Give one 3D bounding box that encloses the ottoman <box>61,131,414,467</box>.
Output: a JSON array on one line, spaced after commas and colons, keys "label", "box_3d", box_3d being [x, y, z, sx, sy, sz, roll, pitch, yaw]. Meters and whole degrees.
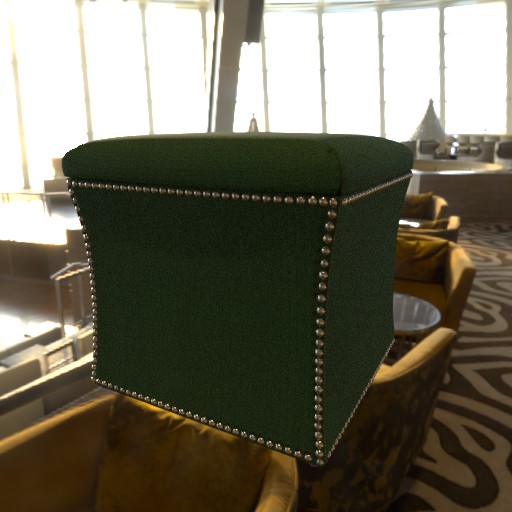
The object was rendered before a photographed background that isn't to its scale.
[{"label": "ottoman", "box_3d": [0.000, 0.000, 0.878, 0.507, 0.475, 0.497, 8, 17, 28]}]
